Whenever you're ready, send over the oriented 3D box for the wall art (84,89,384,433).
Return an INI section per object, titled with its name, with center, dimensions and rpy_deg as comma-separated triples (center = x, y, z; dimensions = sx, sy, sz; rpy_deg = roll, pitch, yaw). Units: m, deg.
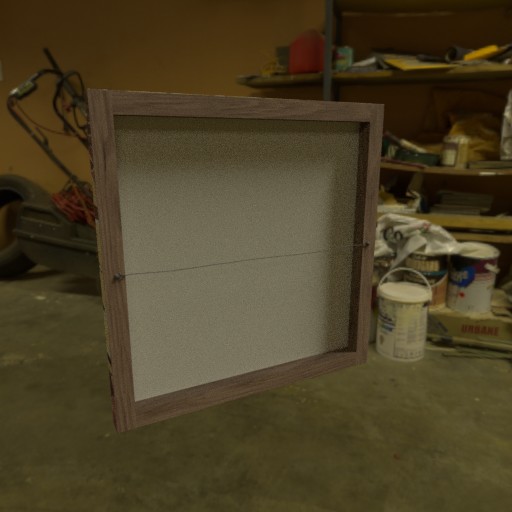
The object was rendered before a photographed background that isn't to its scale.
[wall art]
center = 0.000, 0.000, 0.913
dimensions = 0.609, 0.613, 0.041
rpy_deg = -7, 16, -27
